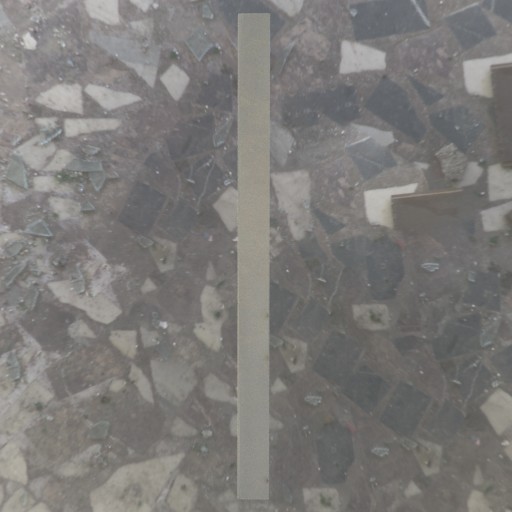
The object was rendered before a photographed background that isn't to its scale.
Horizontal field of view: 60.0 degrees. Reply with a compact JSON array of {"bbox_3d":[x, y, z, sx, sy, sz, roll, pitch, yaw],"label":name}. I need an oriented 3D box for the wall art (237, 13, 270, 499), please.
[{"bbox_3d":[0.000,0.000,0.756,0.041,0.407,0.606,0,91,1],"label":"wall art"}]
